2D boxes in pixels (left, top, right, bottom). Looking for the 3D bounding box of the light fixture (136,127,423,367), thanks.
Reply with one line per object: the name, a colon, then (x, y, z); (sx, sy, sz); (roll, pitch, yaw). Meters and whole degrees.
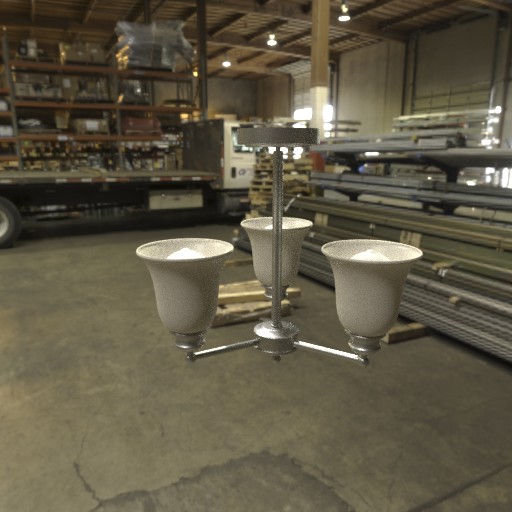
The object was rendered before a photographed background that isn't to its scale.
light fixture: (0.000, 0.000, 0.670); (0.354, 0.370, 0.388); (-7, 15, -27)
